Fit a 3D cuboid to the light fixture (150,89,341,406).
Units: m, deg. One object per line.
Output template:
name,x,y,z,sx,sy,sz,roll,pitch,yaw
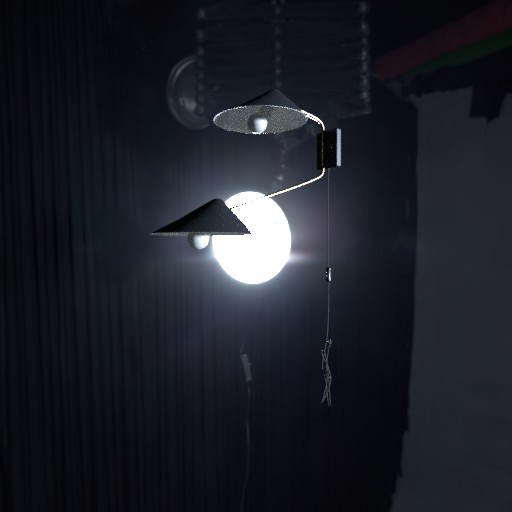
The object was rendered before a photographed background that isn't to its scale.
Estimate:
light fixture,0.000,0.000,0.870,0.422,0.665,0.189,0,1,-35
